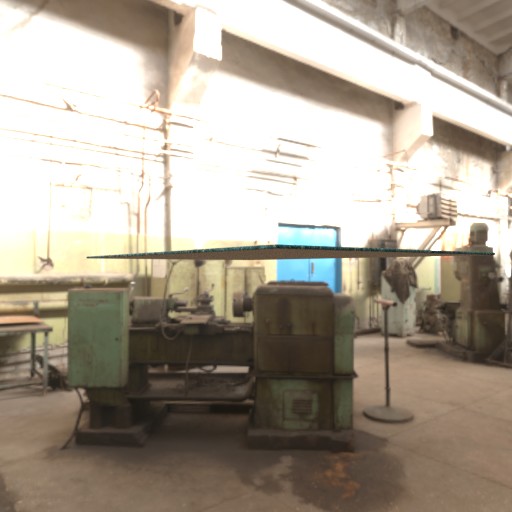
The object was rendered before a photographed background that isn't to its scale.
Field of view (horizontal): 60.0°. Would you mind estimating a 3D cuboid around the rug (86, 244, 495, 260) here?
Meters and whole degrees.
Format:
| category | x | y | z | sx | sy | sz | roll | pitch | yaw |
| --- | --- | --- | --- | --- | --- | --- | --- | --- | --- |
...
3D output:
| category | x | y | z | sx | sy | sz | roll | pitch | yaw |
| --- | --- | --- | --- | --- | --- | --- | --- | --- | --- |
| rug | 0.000 | 0.000 | 2.834 | 1.490 | 0.015 | 2.277 | 1 | -2 | -36 |
